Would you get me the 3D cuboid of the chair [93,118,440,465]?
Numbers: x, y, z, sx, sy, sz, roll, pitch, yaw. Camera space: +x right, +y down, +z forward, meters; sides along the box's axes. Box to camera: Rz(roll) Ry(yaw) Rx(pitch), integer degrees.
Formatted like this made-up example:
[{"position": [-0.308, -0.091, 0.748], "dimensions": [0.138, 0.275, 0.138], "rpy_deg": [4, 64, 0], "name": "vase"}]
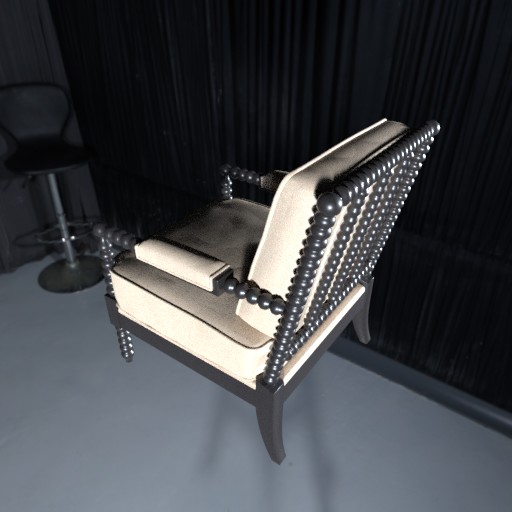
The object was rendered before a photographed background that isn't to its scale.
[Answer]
[{"position": [0.000, 0.000, 1.158], "dimensions": [0.657, 0.703, 0.555], "rpy_deg": [21, 38, 29], "name": "chair"}]
